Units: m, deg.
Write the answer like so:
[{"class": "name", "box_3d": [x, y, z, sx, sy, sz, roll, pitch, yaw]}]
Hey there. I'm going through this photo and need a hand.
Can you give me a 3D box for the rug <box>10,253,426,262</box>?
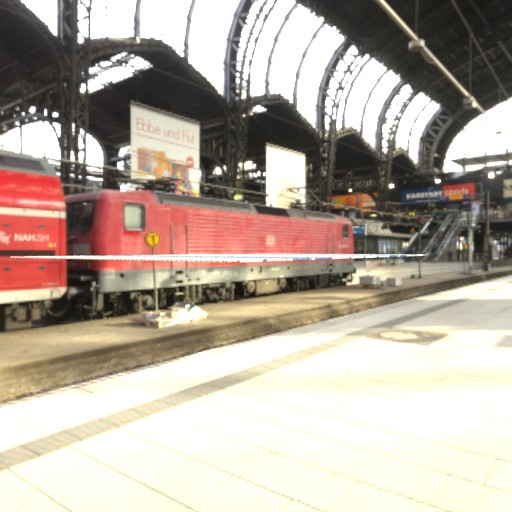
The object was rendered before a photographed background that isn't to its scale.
[{"class": "rug", "box_3d": [0.000, 0.000, 2.931, 1.532, 0.010, 2.441, 1, 1, 36]}]
